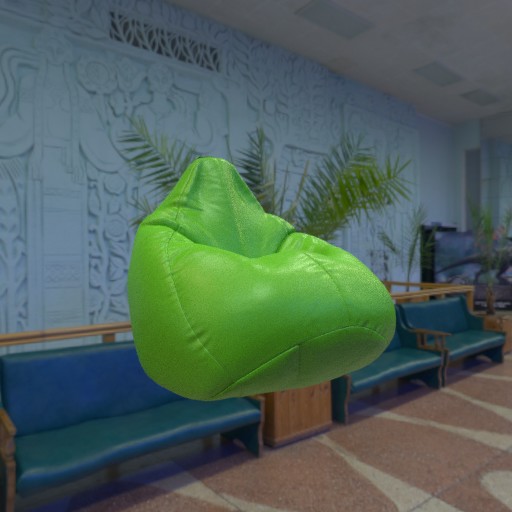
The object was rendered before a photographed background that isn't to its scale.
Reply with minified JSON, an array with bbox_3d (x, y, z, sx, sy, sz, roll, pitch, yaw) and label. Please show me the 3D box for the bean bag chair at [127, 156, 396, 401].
[{"bbox_3d":[0.000,0.000,1.924,1.070,0.990,1.070,0,1,-37],"label":"bean bag chair"}]
